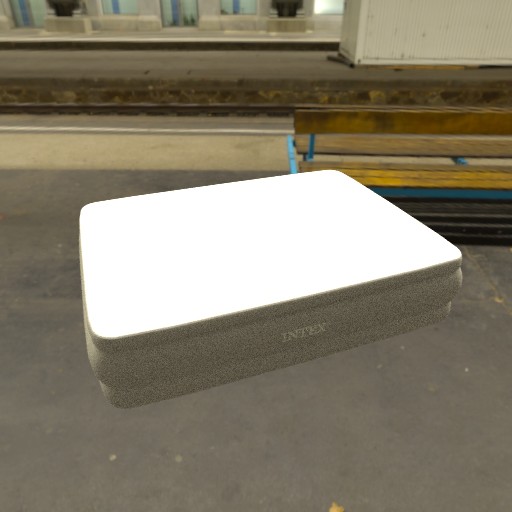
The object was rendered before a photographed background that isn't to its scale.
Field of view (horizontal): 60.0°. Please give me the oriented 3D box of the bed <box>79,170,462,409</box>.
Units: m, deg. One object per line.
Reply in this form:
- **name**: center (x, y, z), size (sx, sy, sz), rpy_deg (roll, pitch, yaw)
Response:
- **bed**: center (0.000, 0.000, 2.742), size (2.036, 0.460, 1.520), rpy_deg (-11, 33, -18)
